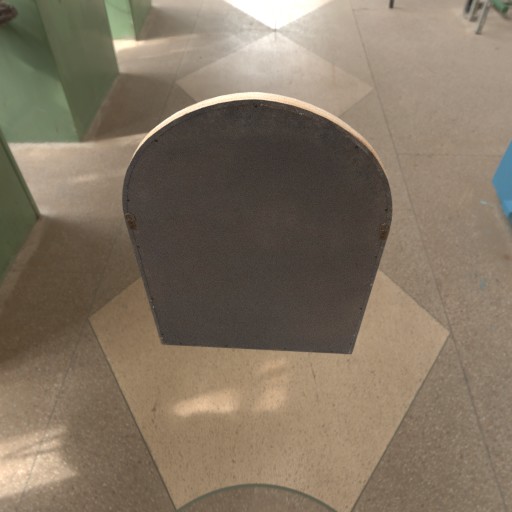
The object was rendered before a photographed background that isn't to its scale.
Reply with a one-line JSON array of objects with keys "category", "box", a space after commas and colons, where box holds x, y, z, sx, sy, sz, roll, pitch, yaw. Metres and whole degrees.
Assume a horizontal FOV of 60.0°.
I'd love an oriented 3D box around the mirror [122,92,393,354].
[{"category": "mirror", "box": [0.000, 0.000, 1.205, 0.660, 0.920, 0.032, 2, 47, 2]}]
